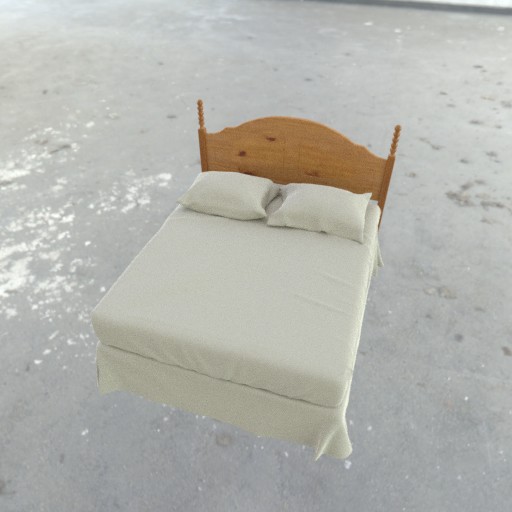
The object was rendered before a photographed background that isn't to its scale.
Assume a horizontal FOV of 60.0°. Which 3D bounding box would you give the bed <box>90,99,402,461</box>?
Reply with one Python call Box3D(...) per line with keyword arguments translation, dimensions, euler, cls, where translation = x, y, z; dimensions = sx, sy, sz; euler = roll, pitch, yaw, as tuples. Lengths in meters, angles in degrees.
Box3D(translation=(0.000, 0.000, 3.196), dimensions=(1.873, 1.356, 2.040), euler=(12, 42, 13), cls="bed")
